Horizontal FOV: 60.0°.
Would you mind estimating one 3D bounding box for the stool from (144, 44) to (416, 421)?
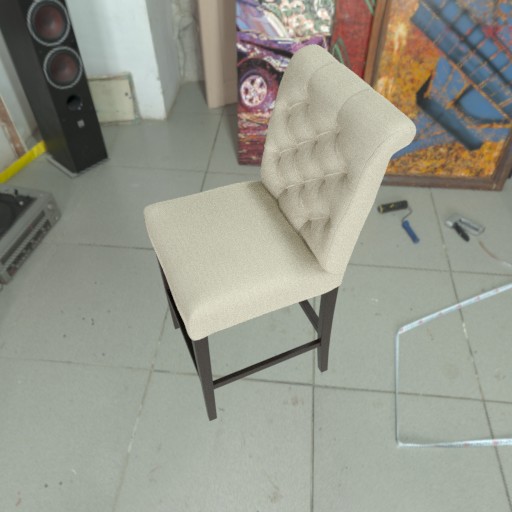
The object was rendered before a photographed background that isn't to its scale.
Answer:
[{"bbox_3d":[0.000,0.000,1.455,0.610,1.118,0.482,-18,51,-16],"label":"stool"}]
